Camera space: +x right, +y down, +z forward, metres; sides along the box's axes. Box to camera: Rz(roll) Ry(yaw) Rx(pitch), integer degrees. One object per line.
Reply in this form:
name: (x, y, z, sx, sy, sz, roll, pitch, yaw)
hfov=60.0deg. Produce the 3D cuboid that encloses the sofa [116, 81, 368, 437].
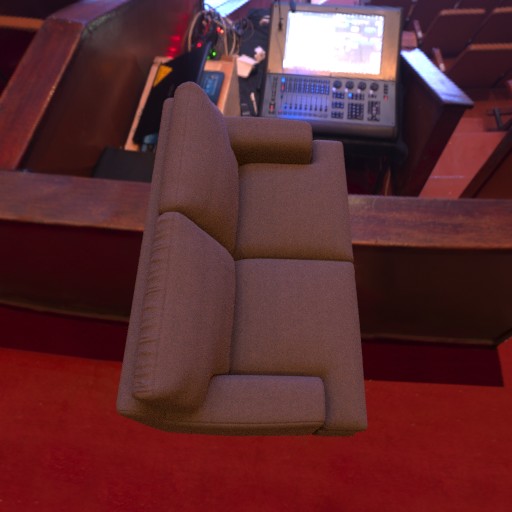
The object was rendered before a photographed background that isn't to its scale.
sofa: (0.000, 0.000, 2.498, 1.140, 0.950, 1.869, 1, 63, 1)
